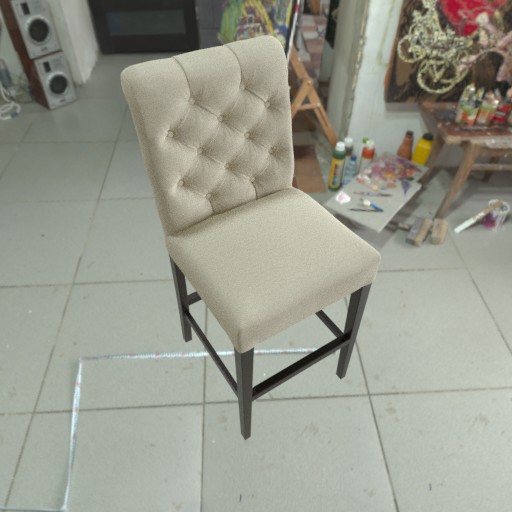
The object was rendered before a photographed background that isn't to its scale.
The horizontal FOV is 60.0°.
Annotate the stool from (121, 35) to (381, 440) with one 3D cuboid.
[{"bbox_3d":[0.000,0.000,1.424,0.482,1.118,0.610,-25,51,-22],"label":"stool"}]
